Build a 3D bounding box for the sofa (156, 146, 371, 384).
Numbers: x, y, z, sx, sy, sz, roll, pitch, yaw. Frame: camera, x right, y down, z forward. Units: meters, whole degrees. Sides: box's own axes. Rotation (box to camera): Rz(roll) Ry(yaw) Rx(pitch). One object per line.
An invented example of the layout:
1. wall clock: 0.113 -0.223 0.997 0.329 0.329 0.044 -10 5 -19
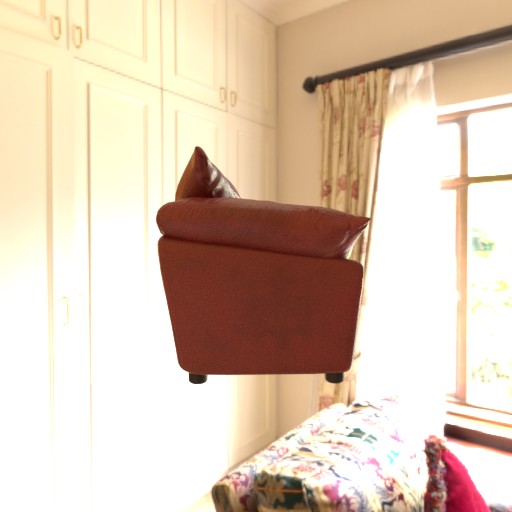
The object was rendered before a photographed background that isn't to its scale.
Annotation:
1. sofa: 0.000 0.000 2.949 0.907 1.091 2.390 0 1 -1
